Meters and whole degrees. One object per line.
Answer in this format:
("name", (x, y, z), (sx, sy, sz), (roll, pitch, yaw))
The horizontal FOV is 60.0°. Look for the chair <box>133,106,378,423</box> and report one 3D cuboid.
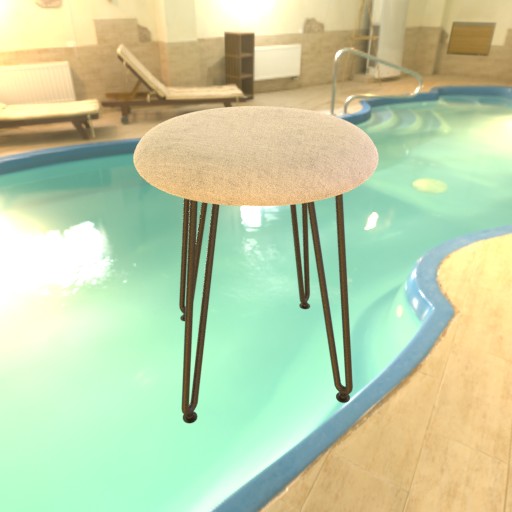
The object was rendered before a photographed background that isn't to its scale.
("chair", (0.000, 0.000, 0.655), (0.350, 0.386, 0.350), (20, 36, 30))
